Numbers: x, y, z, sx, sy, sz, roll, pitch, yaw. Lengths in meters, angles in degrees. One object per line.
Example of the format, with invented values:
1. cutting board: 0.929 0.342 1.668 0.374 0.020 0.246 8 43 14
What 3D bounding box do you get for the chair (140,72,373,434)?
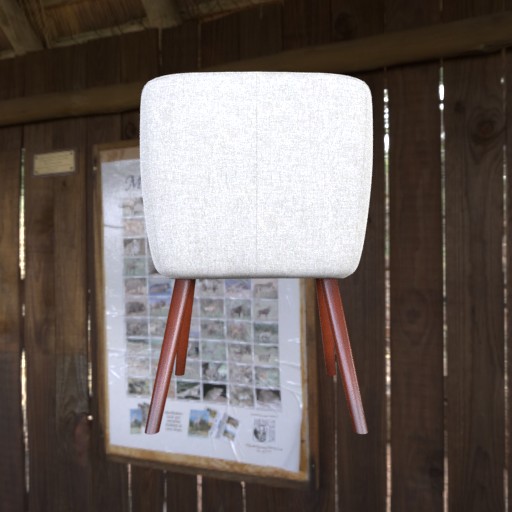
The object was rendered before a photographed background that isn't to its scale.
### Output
1. chair: 0.000 0.000 1.264 0.610 0.813 0.610 0 -1 0
